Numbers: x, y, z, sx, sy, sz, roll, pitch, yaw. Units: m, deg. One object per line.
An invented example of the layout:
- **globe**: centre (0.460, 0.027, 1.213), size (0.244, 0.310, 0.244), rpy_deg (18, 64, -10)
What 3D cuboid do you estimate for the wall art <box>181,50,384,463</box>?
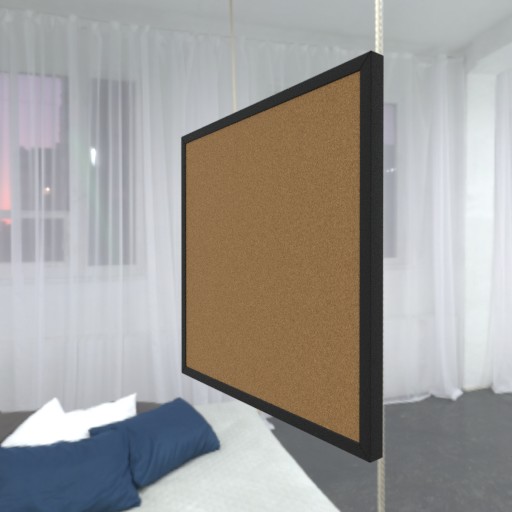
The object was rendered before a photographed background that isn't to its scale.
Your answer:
- **wall art**: centre (0.000, 0.000, 1.135), size (0.037, 0.763, 0.763), rpy_deg (0, 1, -36)
